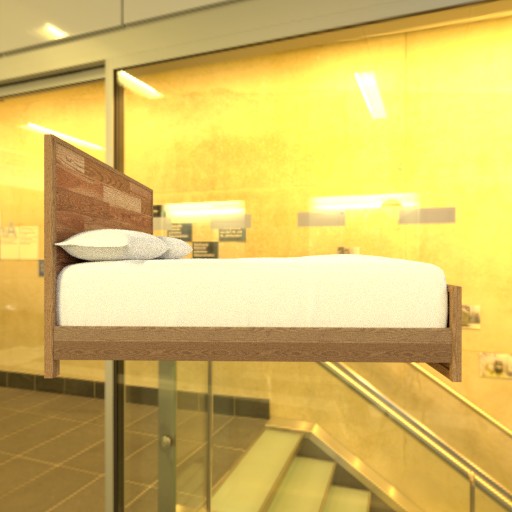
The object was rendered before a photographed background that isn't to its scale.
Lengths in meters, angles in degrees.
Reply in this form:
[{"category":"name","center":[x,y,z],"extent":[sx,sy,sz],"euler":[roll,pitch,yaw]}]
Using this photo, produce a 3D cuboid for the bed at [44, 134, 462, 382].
[{"category":"bed","center":[0.000,0.000,3.319],"extent":[2.184,1.295,2.013],"euler":[0,0,2]}]
